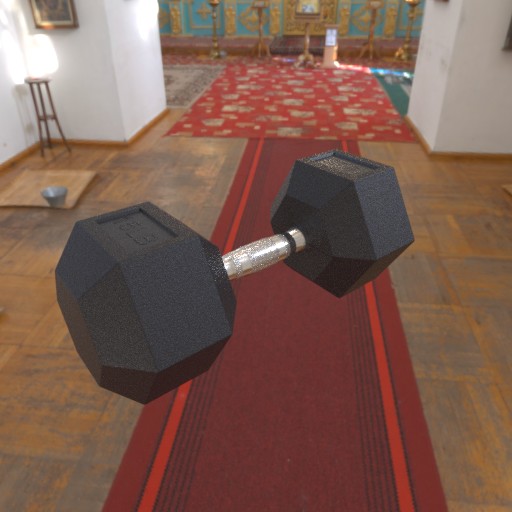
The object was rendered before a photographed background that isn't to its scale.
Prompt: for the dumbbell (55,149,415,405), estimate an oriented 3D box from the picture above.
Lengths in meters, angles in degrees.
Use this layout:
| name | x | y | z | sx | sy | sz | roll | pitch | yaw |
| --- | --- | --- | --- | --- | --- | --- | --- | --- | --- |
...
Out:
| name | x | y | z | sx | sy | sz | roll | pitch | yaw |
| --- | --- | --- | --- | --- | --- | --- | --- | --- | --- |
| dumbbell | 0.000 | 0.000 | 0.335 | 0.271 | 0.106 | 0.122 | -22 | 38 | -32 |
